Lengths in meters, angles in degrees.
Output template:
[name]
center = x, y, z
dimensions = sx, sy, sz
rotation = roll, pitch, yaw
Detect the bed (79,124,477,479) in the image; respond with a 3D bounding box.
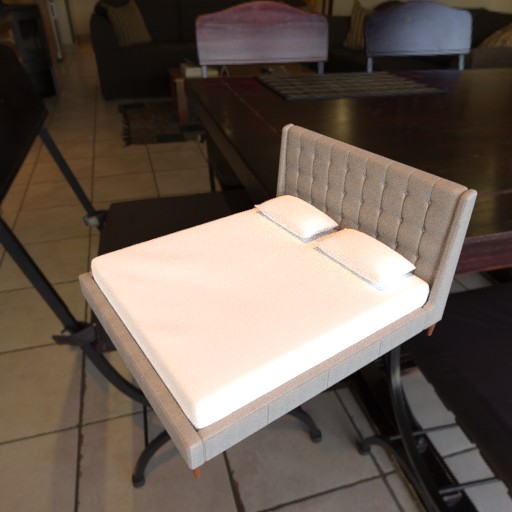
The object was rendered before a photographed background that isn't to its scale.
[bed]
center = 0.000, 0.000, 3.540
dimensions = 2.342, 1.289, 2.062
rotation = -20, 37, -29
